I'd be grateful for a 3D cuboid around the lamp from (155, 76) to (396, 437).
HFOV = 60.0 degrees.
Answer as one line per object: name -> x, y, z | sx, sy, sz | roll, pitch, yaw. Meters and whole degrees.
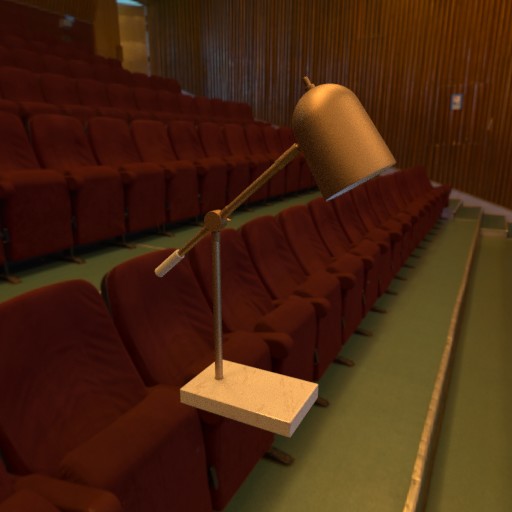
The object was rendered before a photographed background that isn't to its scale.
lamp -> 0.000, 0.000, 0.812 | 0.471, 0.603, 0.144 | 7, 16, 26
